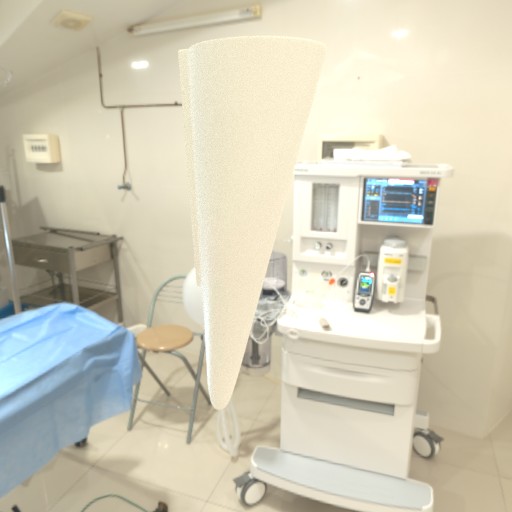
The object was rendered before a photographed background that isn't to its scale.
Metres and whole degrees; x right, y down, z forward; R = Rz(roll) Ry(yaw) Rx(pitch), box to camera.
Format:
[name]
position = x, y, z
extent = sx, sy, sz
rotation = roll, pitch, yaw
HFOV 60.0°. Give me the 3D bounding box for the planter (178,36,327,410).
[planter]
position = 0.000, 0.000, 0.226
extent = 0.064, 0.193, 0.057
rotation = 8, 17, 26
